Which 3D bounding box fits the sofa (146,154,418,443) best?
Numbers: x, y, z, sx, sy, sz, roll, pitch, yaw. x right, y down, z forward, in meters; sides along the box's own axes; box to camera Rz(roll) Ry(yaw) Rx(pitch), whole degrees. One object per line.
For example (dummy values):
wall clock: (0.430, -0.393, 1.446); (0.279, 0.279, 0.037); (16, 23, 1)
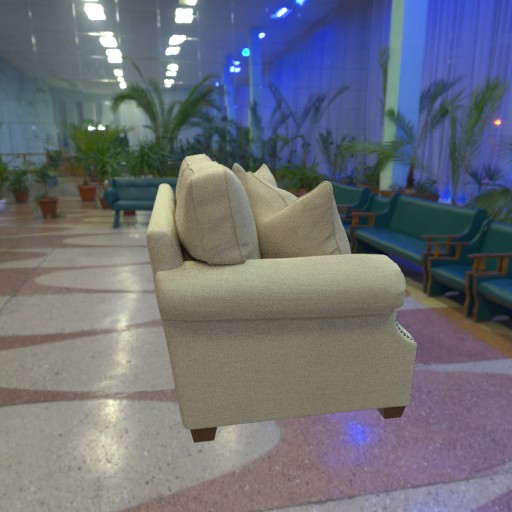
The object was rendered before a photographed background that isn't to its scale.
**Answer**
sofa: (0.000, 0.000, 2.242); (0.966, 0.966, 1.701); (-3, 15, -10)
